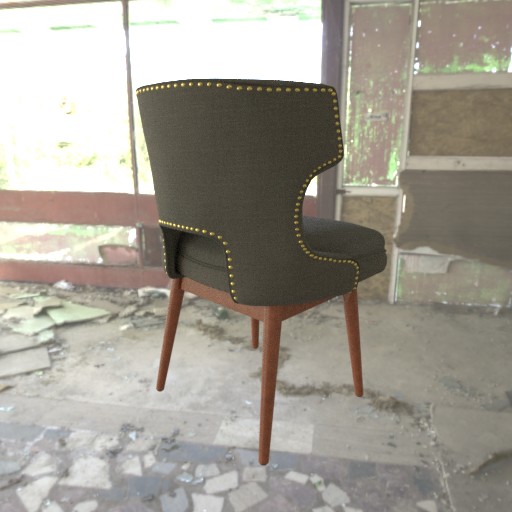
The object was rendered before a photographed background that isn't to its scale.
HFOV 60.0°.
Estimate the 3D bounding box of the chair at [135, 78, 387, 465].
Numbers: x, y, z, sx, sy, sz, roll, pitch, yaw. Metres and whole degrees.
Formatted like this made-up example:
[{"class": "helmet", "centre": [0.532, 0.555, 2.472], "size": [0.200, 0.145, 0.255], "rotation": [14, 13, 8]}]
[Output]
[{"class": "chair", "centre": [0.000, 0.000, 1.223], "size": [0.581, 0.863, 0.595], "rotation": [-14, 20, -43]}]
